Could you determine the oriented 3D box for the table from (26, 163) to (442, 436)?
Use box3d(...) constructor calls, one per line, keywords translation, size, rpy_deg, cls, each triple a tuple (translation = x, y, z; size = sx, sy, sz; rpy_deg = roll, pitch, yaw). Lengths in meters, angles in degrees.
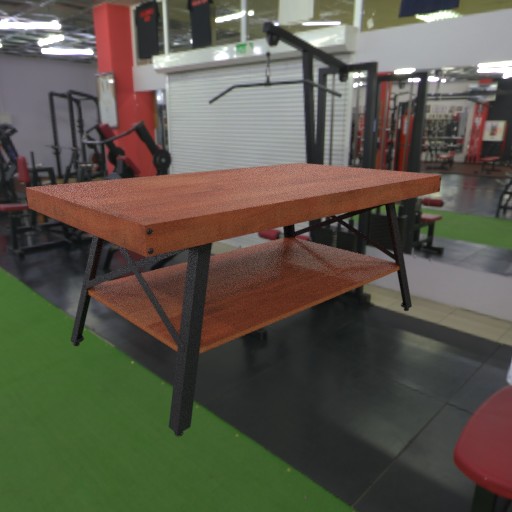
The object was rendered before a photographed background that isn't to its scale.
box3d(translation=(0.000, 0.000, 1.351), size=(1.067, 0.457, 0.610), rpy_deg=(-15, 22, -41), cls="table")
